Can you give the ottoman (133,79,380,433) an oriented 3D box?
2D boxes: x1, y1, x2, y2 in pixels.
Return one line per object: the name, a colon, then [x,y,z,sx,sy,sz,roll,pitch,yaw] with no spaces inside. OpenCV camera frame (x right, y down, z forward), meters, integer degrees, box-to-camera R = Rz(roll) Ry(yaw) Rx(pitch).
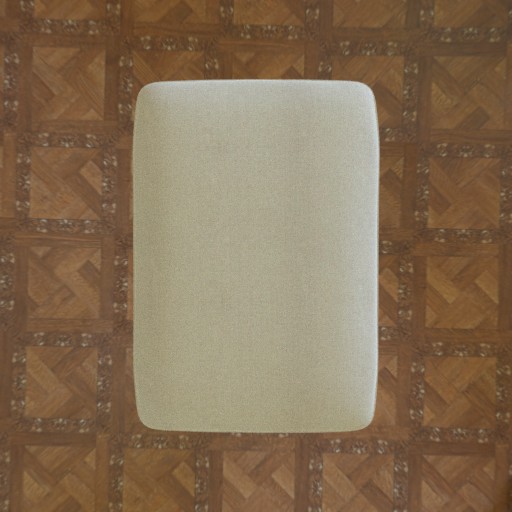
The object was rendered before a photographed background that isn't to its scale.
ottoman: [0.000,0.000,1.377,0.686,0.453,0.984,0,91,1]
